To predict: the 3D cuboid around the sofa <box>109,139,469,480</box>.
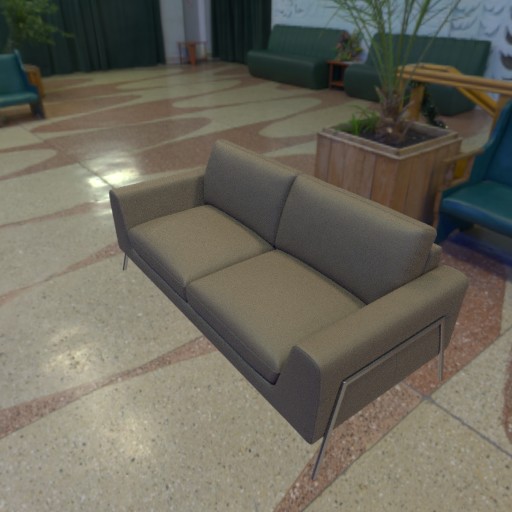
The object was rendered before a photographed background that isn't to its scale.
[{"bbox_3d":[0.000,0.000,2.540,0.953,0.875,2.017,-21,37,-31],"label":"sofa"}]
